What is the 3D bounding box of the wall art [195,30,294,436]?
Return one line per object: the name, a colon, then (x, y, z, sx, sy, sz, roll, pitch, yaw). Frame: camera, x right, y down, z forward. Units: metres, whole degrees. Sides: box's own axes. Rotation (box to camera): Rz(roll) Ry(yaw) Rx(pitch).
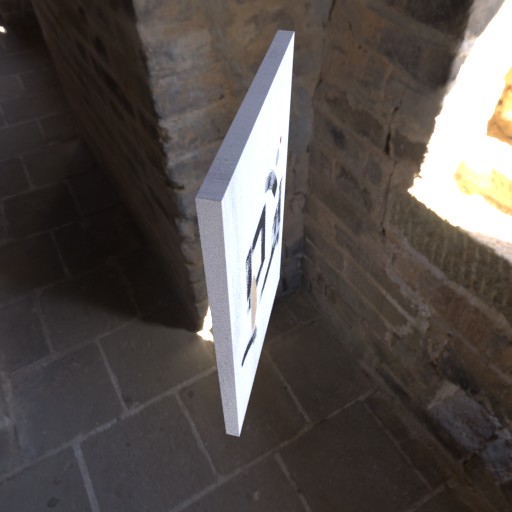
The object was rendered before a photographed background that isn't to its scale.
wall art: (0.000, 0.000, 1.180, 0.043, 0.914, 0.624, 10, 49, 9)
